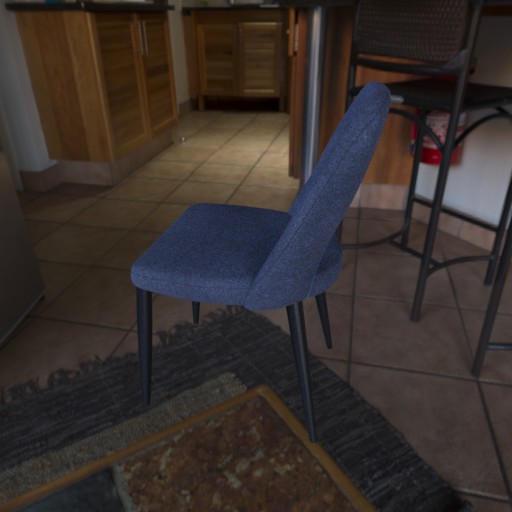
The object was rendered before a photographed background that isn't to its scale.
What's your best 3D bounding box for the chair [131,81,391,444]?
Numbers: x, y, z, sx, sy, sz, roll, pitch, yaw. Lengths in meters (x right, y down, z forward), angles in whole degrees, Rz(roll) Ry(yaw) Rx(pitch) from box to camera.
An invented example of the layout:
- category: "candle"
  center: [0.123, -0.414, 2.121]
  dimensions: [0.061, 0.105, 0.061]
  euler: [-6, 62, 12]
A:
- category: "chair"
  center: [0.000, 0.000, 1.260]
  dimensions: [0.612, 0.931, 0.470]
  euler: [8, 31, 13]
